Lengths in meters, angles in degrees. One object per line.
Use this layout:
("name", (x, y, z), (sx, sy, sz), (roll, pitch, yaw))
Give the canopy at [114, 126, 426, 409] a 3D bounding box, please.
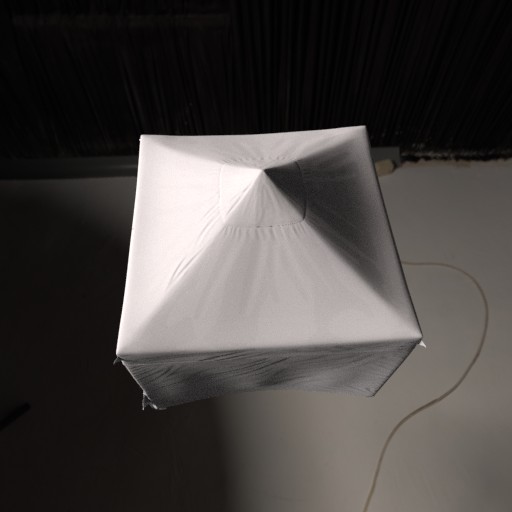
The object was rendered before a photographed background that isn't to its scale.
("canopy", (0.000, 0.000, 5.482), (3.121, 2.997, 3.043), (-3, 58, -2))
